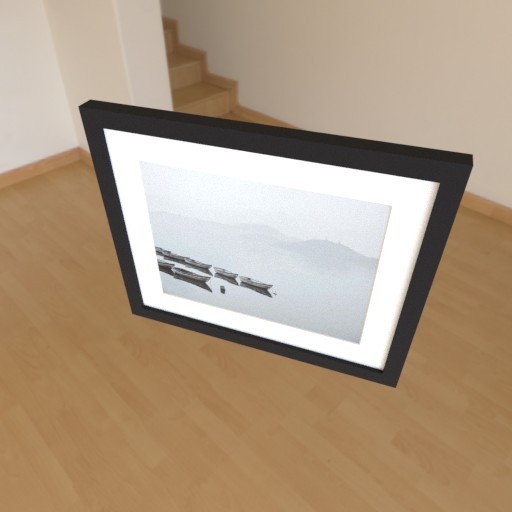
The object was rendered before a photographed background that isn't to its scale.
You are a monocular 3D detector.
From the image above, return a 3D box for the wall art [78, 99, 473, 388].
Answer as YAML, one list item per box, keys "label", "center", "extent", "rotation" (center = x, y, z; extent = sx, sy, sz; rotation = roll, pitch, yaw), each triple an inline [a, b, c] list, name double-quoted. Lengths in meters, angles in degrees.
- label: "wall art"
  center: [0.000, 0.000, 0.750]
  extent: [0.554, 0.454, 0.030]
  rotation: [13, 41, 15]
